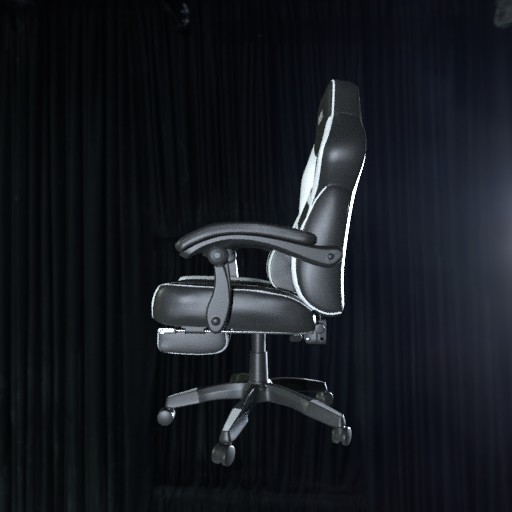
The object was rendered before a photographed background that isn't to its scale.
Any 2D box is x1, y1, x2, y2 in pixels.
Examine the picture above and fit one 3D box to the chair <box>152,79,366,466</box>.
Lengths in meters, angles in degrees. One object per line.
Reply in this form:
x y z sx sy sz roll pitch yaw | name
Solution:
0.000 0.000 1.584 0.700 1.200 0.676 0 0 0 | chair
